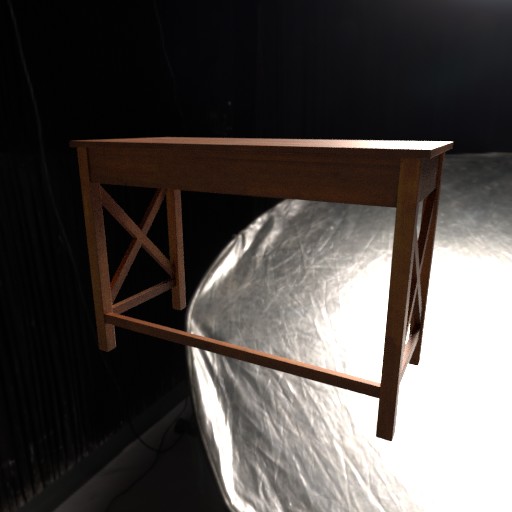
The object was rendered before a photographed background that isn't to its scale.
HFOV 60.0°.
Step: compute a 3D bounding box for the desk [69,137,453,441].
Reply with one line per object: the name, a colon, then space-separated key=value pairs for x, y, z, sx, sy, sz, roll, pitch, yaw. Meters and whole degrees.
desk: x=0.000 y=0.000 z=1.520 sx=1.117 sy=0.762 sz=0.508 roll=9 pitch=19 yaw=27
